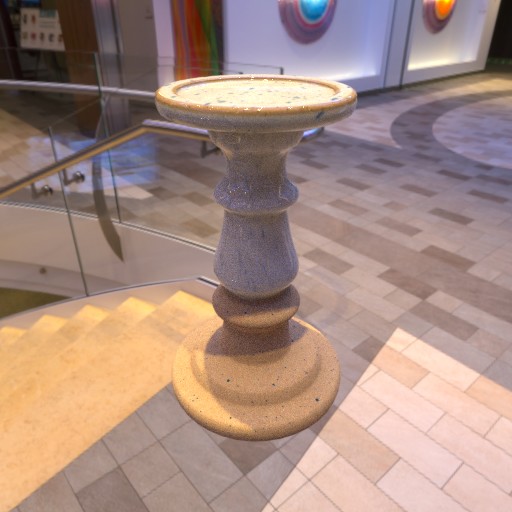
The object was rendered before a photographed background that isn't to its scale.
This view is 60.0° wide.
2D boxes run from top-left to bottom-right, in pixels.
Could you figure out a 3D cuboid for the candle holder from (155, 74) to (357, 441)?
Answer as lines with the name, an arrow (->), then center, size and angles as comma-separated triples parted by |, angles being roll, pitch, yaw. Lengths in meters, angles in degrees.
candle holder -> 0.000, 0.000, 0.280 | 0.123, 0.202, 0.123 | 0, 30, 0
